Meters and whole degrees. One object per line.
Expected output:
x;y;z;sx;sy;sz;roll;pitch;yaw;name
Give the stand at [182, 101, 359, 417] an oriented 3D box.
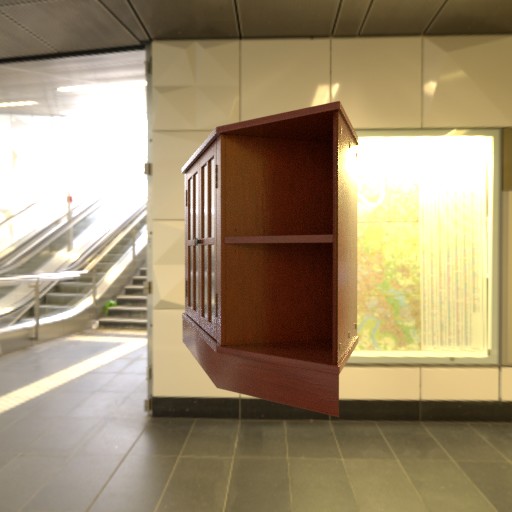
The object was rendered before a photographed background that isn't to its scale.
0.000;0.000;1.367;0.381;0.614;1.072;0;1;-18;stand
